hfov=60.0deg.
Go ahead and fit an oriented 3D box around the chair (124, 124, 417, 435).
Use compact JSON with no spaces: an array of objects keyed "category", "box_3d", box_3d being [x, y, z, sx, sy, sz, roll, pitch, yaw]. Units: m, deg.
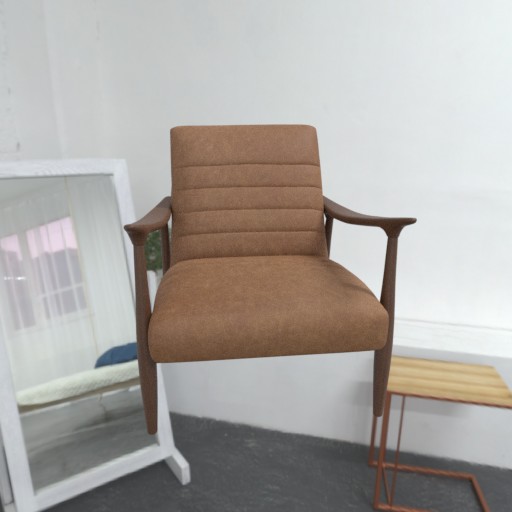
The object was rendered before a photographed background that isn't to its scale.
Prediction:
[{"category":"chair","box_3d":[0.000,0.000,1.446,0.741,0.832,0.798,-2,16,-7]}]
